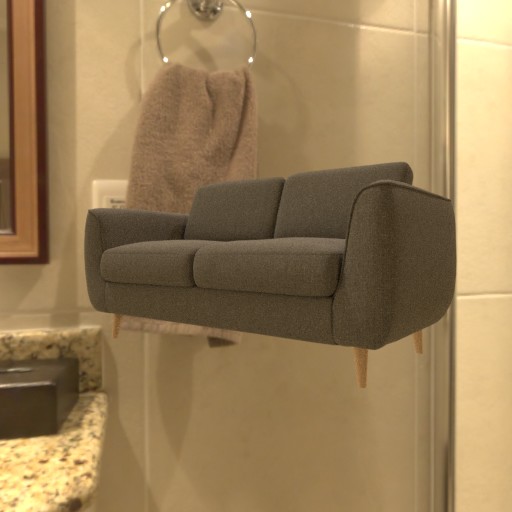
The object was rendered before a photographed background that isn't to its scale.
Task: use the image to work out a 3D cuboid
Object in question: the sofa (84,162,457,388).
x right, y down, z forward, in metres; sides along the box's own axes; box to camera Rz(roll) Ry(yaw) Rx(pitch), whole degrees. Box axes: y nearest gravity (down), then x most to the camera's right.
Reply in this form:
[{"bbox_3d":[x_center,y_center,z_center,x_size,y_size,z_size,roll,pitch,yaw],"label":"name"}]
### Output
[{"bbox_3d":[0.000,0.000,2.164,1.700,0.870,0.920,1,1,37],"label":"sofa"}]
